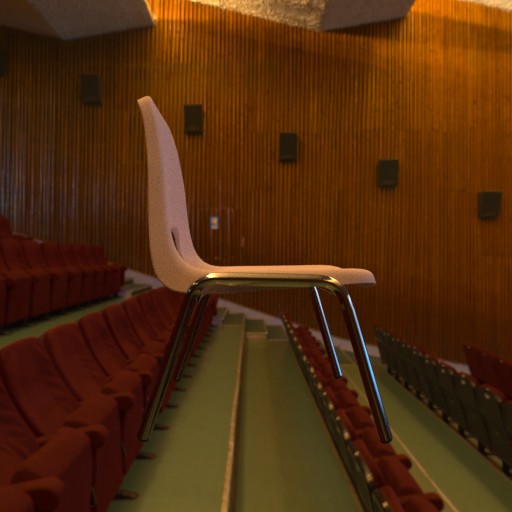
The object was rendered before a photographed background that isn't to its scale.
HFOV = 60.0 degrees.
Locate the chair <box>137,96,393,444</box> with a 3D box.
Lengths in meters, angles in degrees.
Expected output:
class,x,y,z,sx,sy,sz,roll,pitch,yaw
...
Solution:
class,x,y,z,sx,sy,sz,roll,pitch,yaw
chair,0.000,0.000,0.801,0.385,0.537,0.354,0,0,-1
